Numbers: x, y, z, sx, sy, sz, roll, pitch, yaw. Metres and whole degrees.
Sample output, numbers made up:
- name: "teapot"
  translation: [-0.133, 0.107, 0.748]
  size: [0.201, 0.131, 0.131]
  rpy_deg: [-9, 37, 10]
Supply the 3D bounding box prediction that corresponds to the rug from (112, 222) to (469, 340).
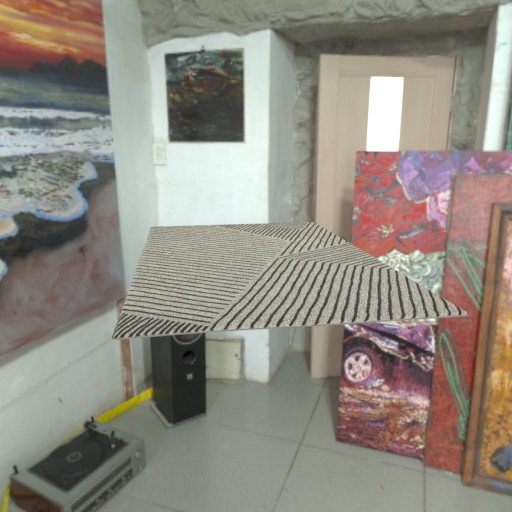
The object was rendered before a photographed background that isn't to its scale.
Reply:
- name: "rug"
  translation: [0.000, 0.000, 2.992]
  size: [1.539, 0.023, 2.406]
  rpy_deg: [-2, 14, -9]
